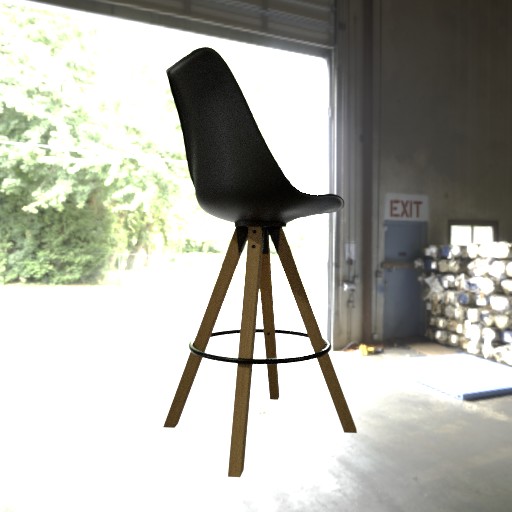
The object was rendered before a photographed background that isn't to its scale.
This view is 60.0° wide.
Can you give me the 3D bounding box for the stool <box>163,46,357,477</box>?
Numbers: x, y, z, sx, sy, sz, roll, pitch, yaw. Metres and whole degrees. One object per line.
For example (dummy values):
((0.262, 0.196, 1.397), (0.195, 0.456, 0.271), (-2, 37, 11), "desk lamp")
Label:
((0.000, 0.000, 1.410), (0.550, 1.115, 0.485), (-1, 2, -37), "stool")
